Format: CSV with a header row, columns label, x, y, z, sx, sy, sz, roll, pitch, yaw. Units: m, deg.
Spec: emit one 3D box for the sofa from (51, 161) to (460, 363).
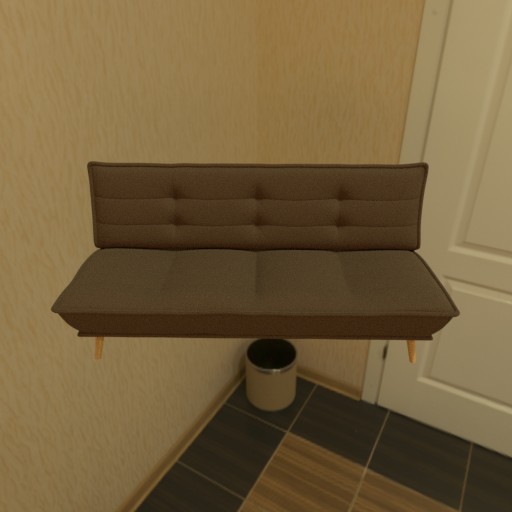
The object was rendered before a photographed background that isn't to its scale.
label,x,y,z,sx,sy,sz,roll,pitch,yaw
sofa,0.000,0.000,2.465,1.940,0.890,0.950,0,29,1
